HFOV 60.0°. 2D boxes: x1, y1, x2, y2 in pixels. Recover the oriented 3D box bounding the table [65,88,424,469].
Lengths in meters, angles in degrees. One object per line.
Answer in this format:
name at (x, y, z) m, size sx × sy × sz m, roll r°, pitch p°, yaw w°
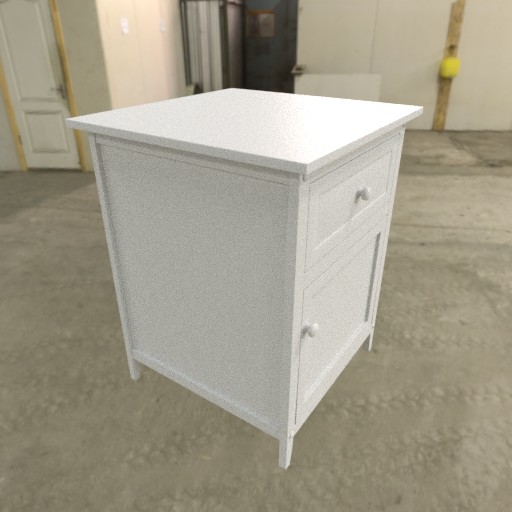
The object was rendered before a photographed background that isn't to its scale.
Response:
table at (0.000, 0.000, 0.770) m, size 0.381 × 0.483 × 0.381 m, roll 18°, pitch 33°, yaw 30°
